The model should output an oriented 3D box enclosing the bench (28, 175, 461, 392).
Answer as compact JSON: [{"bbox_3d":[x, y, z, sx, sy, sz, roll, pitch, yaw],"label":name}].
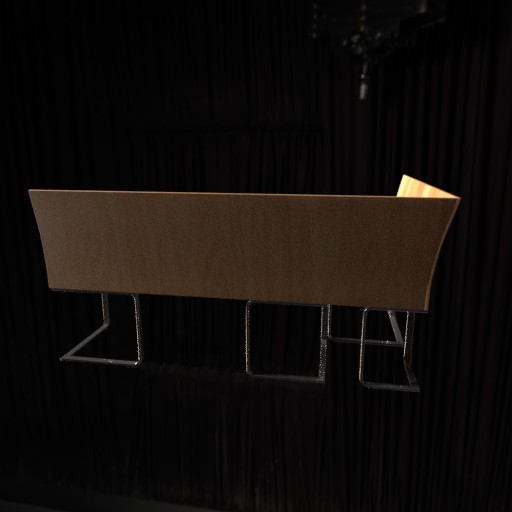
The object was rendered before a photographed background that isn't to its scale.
[{"bbox_3d":[0.000,0.000,2.778,1.945,0.930,1.495,2,14,10],"label":"bench"}]
